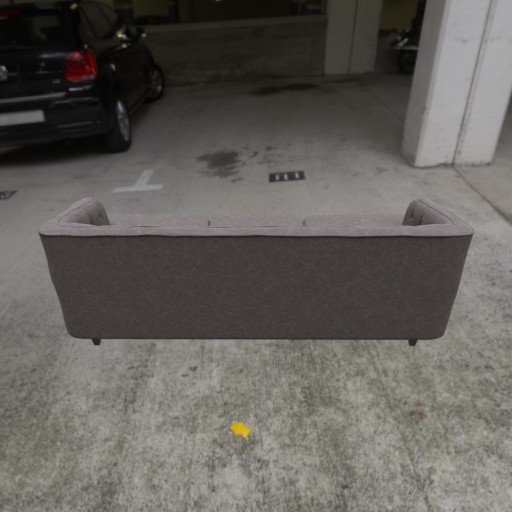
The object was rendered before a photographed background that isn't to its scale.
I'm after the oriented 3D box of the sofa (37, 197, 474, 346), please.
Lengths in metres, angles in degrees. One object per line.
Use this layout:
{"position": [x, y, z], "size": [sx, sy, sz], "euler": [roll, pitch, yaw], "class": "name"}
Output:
{"position": [0.000, 0.000, 2.708], "size": [2.247, 0.806, 0.917], "euler": [0, 31, 0], "class": "sofa"}
